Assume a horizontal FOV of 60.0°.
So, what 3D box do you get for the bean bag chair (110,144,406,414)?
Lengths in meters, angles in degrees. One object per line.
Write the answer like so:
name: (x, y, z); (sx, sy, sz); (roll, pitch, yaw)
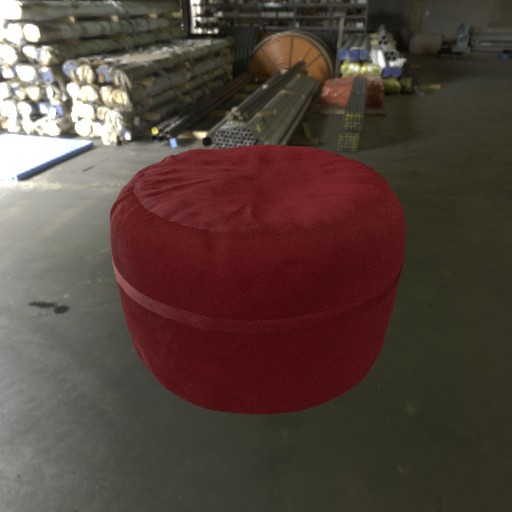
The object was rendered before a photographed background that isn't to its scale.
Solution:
bean bag chair: (0.000, 0.000, 1.944); (1.219, 0.762, 1.219); (0, 30, 0)
